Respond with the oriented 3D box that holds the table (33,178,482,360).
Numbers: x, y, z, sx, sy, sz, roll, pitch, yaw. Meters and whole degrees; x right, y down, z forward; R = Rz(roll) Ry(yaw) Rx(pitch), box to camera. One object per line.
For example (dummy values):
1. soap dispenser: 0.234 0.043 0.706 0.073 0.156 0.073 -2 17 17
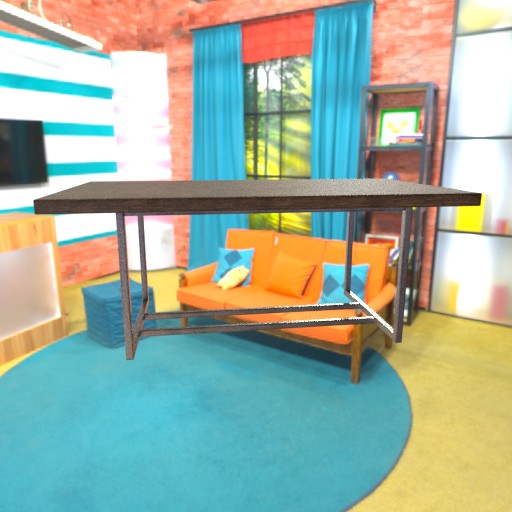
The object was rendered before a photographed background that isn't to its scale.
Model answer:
1. table: 0.000 0.000 2.549 1.989 0.795 1.078 -2 14 -8
